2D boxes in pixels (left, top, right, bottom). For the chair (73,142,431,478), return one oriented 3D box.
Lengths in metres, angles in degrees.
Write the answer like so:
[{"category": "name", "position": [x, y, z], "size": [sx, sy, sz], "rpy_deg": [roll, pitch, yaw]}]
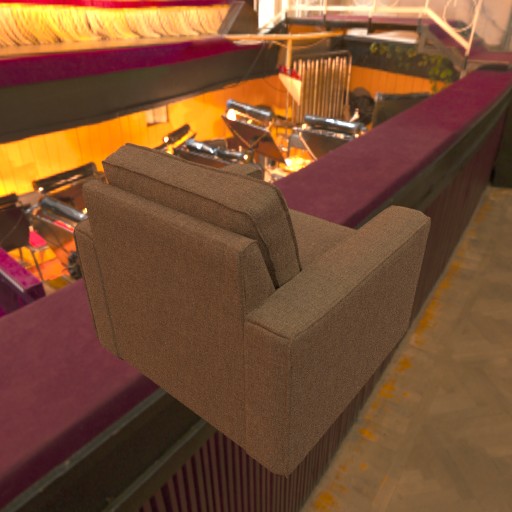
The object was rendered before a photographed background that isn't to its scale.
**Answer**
[{"category": "chair", "position": [0.000, 0.000, 1.712], "size": [1.016, 0.914, 0.940], "rpy_deg": [23, 37, 33]}]
